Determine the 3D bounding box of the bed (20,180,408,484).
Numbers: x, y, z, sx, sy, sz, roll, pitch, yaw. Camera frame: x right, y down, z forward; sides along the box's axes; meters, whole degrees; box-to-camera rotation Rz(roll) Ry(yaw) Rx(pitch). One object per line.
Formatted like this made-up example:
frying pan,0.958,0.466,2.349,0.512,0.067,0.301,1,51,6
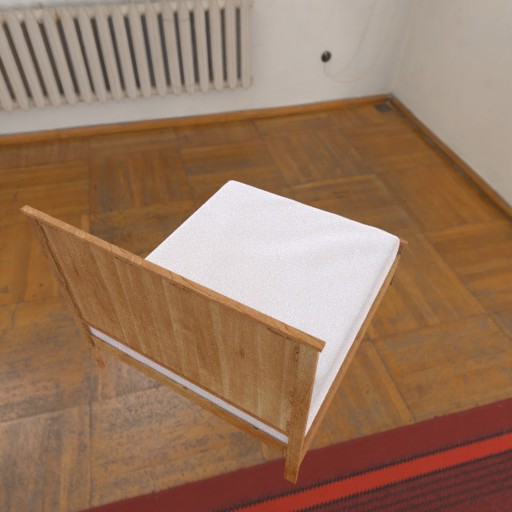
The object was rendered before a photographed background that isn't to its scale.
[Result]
bed,0.000,0.000,4.060,2.225,1.938,2.530,22,49,21
